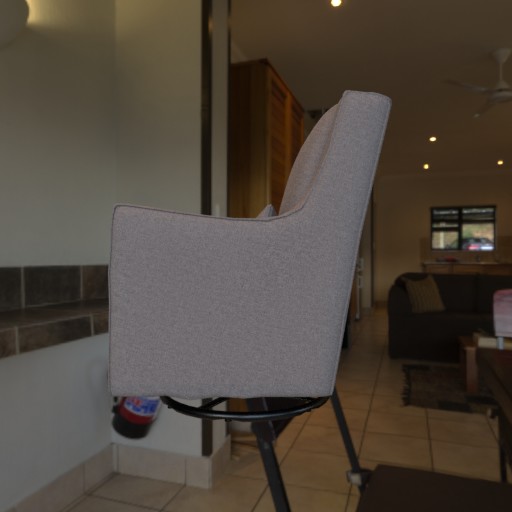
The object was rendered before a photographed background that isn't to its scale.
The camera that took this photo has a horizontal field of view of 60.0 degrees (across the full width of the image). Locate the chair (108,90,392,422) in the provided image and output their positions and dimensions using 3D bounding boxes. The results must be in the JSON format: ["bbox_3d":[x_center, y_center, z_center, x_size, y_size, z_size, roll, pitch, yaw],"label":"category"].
[{"bbox_3d":[0.000,0.000,1.616,0.879,0.993,0.732,0,0,0],"label":"chair"}]
